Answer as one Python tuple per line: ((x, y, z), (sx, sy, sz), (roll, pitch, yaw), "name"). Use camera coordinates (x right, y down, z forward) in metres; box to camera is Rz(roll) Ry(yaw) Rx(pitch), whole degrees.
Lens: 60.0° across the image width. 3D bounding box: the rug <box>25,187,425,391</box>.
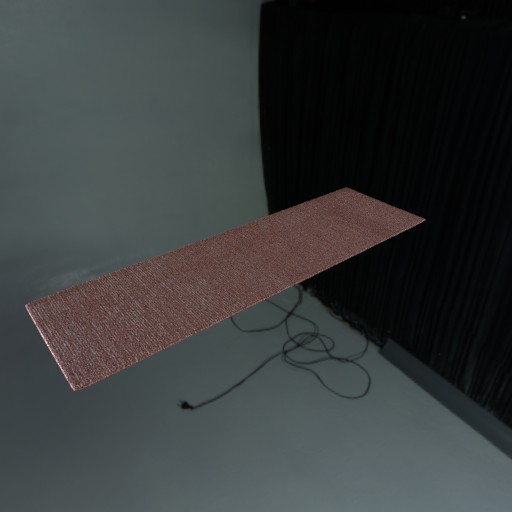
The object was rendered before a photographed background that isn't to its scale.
((0.000, 0.000, 2.521), (2.307, 0.012, 0.687), (-23, 38, -32), "rug")
